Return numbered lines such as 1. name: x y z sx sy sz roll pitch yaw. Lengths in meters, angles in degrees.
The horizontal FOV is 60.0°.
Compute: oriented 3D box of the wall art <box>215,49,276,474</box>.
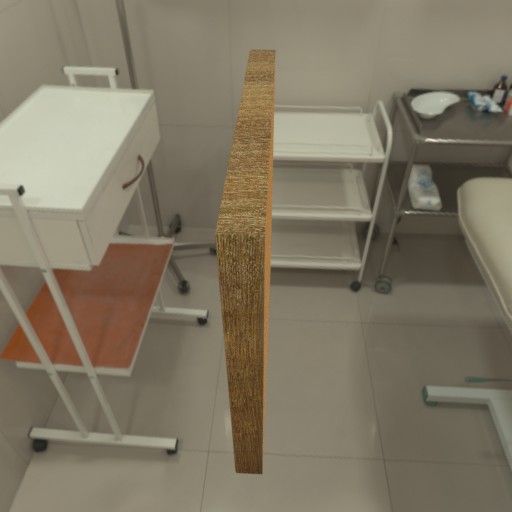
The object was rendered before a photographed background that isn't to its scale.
1. wall art: 0.000 0.000 0.596 0.039 0.403 0.406 2 42 2
